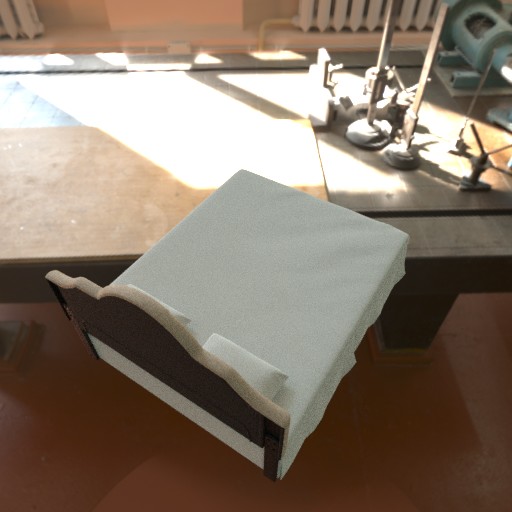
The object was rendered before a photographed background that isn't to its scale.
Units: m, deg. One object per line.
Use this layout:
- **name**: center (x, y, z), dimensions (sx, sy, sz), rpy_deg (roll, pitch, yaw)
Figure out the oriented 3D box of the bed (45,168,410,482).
- **bed**: center (0.000, 0.000, 2.948), dimensions (1.667, 1.194, 1.970), rpy_deg (26, 52, 22)
